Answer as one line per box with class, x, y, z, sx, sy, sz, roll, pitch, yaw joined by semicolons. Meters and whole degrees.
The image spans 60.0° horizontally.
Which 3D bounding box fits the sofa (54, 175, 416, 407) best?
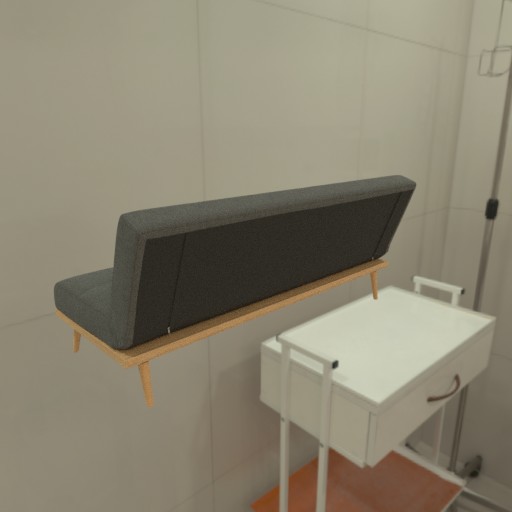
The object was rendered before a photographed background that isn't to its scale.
sofa;0.000;0.000;2.317;1.820;0.770;0.820;-15;22;-42
